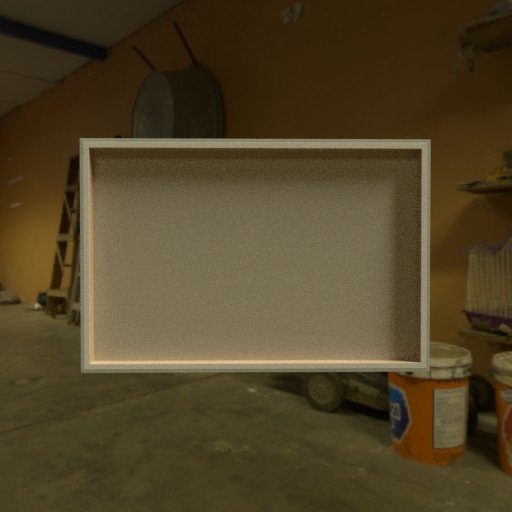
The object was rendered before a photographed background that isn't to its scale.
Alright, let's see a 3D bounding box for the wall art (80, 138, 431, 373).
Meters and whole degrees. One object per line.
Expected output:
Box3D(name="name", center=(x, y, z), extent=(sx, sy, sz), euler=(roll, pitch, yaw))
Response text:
Box3D(name="wall art", center=(0.000, 0.000, 1.179), extent=(0.915, 0.610, 0.038), euler=(0, 1, -1))
